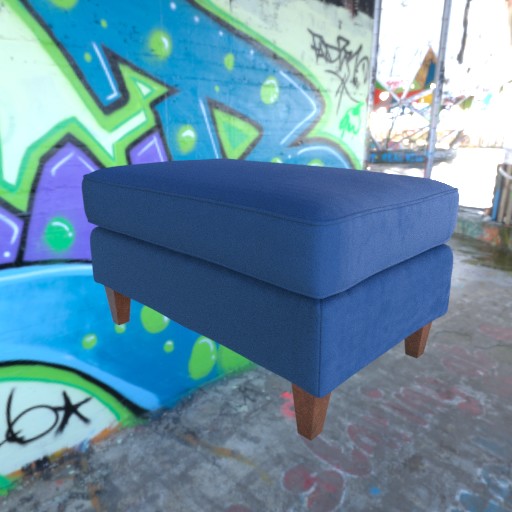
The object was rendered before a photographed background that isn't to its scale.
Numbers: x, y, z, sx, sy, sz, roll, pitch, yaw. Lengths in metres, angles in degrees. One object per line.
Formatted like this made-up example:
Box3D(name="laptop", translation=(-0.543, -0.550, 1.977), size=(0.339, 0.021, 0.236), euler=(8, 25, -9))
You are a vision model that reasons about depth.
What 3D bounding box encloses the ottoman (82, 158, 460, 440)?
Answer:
Box3D(name="ottoman", translation=(0.000, 0.000, 1.208), size=(0.862, 0.484, 0.583), euler=(16, 23, 42))
